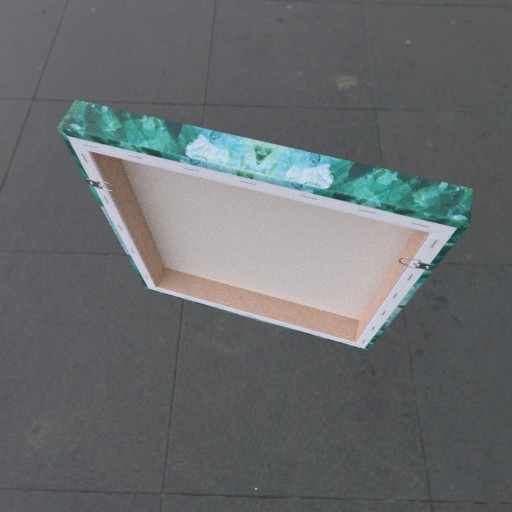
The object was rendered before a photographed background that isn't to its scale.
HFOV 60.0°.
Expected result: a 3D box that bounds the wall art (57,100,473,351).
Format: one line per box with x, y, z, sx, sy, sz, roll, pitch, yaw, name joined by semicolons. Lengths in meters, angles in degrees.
0.000;0.000;0.465;0.313;0.313;0.033;15;63;8;wall art
